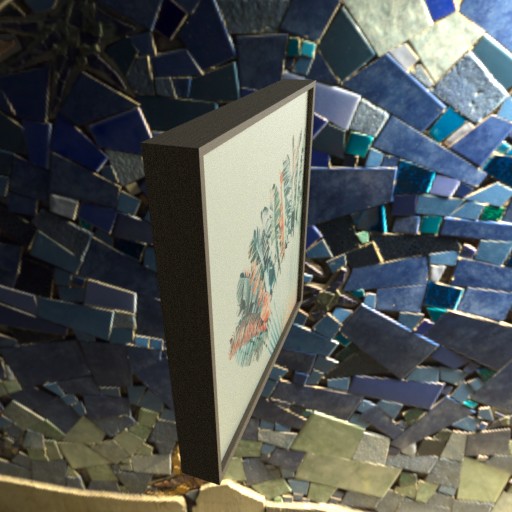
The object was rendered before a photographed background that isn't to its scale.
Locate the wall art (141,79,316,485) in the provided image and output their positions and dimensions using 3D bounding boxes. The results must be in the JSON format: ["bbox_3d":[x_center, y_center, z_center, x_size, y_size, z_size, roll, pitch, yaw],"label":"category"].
[{"bbox_3d":[0.000,0.000,0.454,0.038,0.303,0.304,10,30,17],"label":"wall art"}]
